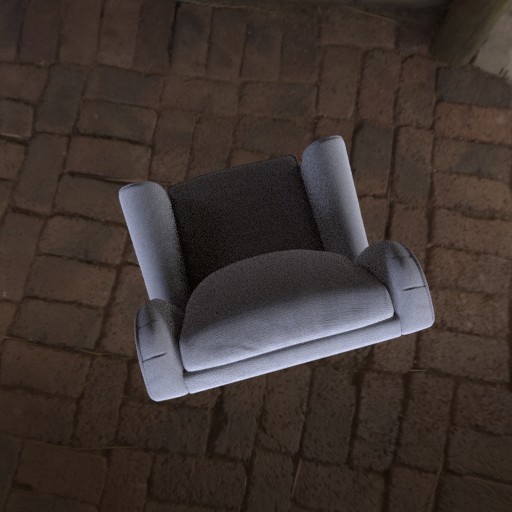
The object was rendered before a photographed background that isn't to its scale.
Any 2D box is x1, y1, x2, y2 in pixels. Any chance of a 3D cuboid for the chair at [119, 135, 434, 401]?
[{"bbox_3d":[0.000,0.000,1.701,0.906,0.966,0.854,-14,76,-4],"label":"chair"}]
